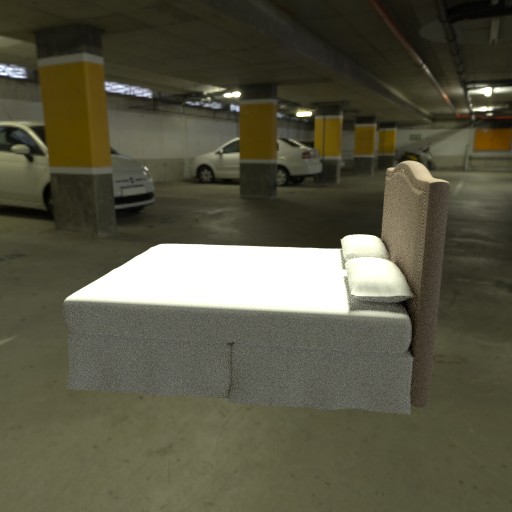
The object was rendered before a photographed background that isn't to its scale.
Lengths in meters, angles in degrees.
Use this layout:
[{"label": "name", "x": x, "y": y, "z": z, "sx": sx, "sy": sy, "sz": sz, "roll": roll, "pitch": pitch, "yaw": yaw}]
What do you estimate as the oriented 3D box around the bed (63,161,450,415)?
[{"label": "bed", "x": 0.000, "y": 0.000, "z": 3.404, "sx": 2.282, "sy": 1.436, "sz": 1.821, "roll": 2, "pitch": 14, "yaw": 8}]
